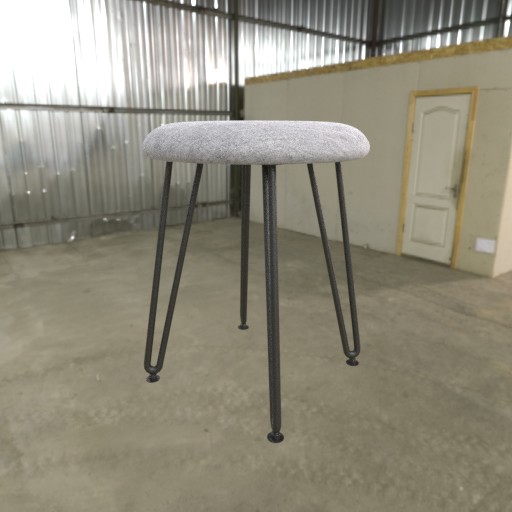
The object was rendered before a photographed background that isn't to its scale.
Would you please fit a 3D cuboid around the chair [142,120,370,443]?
[{"bbox_3d":[0.000,0.000,0.663,0.350,0.386,0.350,-2,16,-8],"label":"chair"}]
